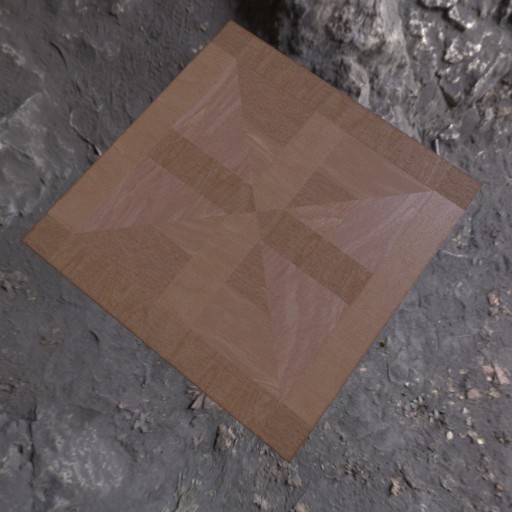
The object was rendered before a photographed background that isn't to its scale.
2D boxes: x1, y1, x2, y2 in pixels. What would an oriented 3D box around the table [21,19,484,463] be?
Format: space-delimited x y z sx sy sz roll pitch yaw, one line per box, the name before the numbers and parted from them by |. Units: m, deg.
table | 0.000 0.000 1.128 0.610 0.638 0.612 37 78 9
